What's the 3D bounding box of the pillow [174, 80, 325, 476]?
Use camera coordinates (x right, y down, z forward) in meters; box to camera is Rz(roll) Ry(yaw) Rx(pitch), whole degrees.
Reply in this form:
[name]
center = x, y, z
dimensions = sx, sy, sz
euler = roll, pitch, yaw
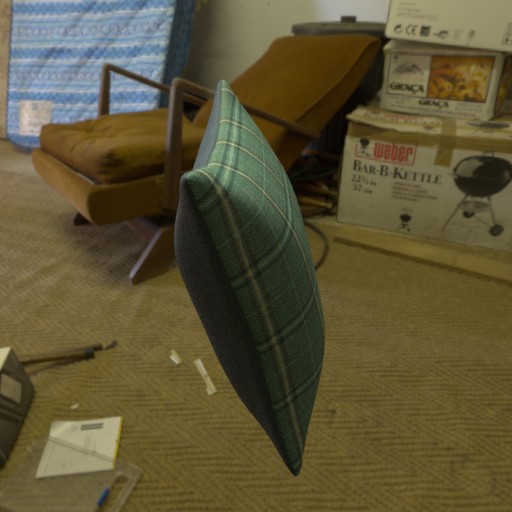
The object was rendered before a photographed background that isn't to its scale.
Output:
[pillow]
center = 0.000, 0.000, 0.672
dimensions = 0.200, 0.430, 0.453
euler = 0, 31, 0
